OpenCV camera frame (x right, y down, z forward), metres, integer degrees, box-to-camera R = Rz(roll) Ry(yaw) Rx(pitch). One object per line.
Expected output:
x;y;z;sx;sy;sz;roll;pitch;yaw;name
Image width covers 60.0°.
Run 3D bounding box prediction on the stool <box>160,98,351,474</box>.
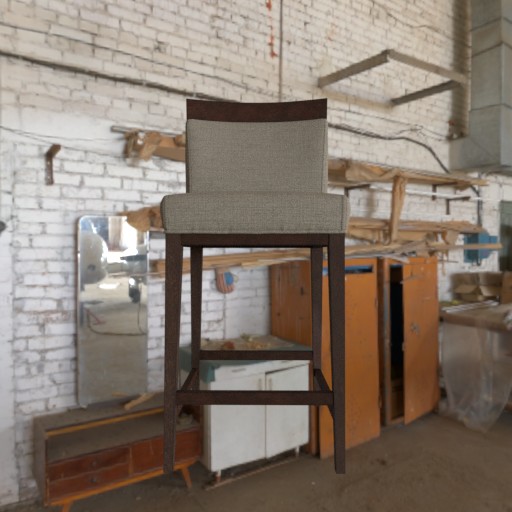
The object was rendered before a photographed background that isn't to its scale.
0.000;0.000;1.397;0.511;1.117;0.531;0;2;1;stool
